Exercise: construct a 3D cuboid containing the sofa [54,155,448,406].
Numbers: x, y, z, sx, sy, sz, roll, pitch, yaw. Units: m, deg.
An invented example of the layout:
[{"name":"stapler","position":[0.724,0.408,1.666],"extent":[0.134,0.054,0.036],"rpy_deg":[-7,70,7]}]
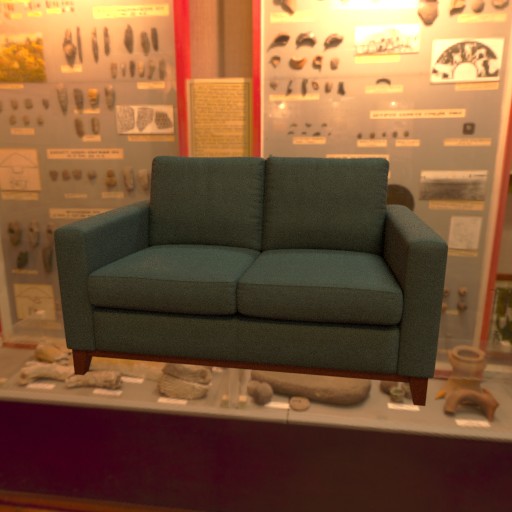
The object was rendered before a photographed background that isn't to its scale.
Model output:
[{"name":"sofa","position":[0.000,0.000,2.094],"extent":[1.489,0.903,0.955],"rpy_deg":[2,15,9]}]
